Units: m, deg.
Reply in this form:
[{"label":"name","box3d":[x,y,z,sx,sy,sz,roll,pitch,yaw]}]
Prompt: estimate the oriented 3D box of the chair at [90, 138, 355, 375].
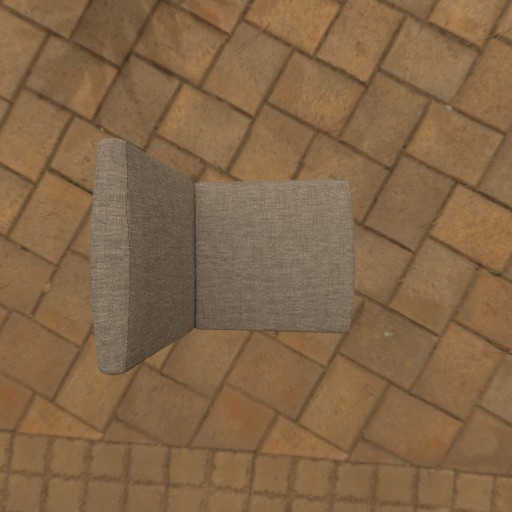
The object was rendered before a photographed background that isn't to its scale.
[{"label":"chair","box3d":[0.000,0.000,1.237,0.580,0.917,0.451,0,90,1]}]
